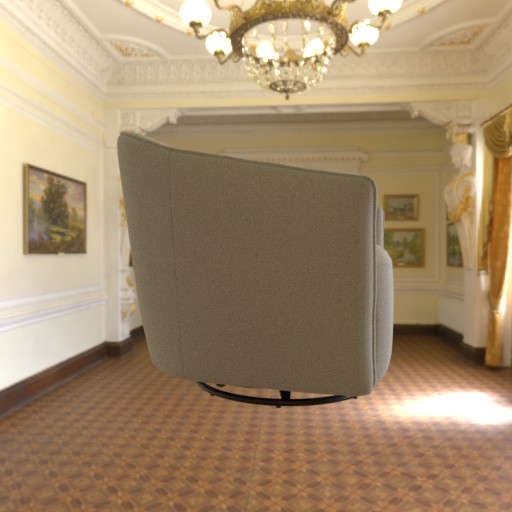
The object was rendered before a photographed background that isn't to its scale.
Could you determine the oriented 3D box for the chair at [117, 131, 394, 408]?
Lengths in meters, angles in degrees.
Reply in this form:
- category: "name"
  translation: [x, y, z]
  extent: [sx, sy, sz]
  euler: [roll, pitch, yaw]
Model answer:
- category: "chair"
  translation: [0.000, 0.000, 1.476]
  extent: [0.875, 0.799, 0.747]
  euler: [0, 0, 17]
